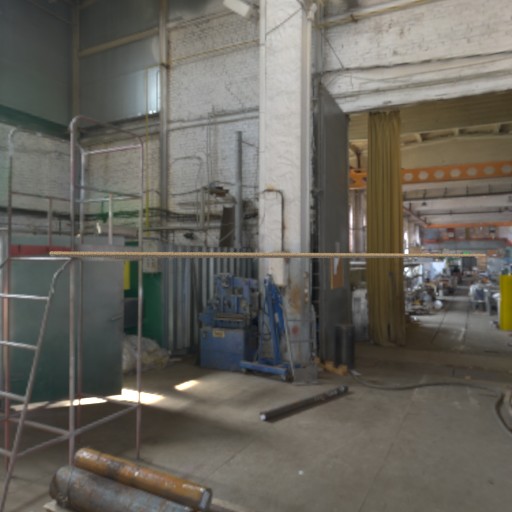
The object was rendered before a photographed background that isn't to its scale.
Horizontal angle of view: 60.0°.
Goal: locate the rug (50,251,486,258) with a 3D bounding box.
[{"bbox_3d":[0.000,0.000,2.892,2.290,0.014,1.526,0,-1,-19],"label":"rug"}]
